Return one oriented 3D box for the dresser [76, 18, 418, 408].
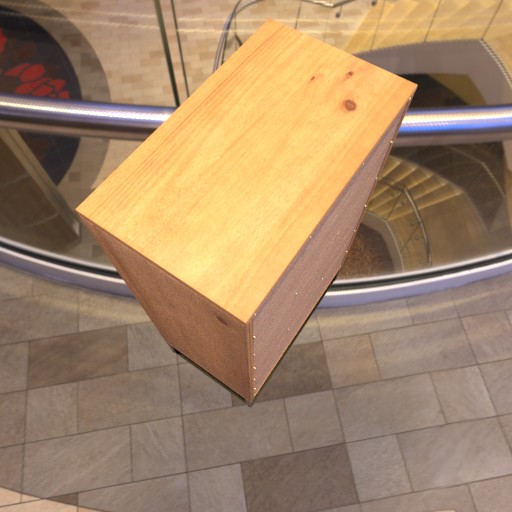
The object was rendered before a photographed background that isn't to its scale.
[{"bbox_3d":[0.000,0.000,1.596,0.479,1.240,0.761,32,68,14],"label":"dresser"}]
